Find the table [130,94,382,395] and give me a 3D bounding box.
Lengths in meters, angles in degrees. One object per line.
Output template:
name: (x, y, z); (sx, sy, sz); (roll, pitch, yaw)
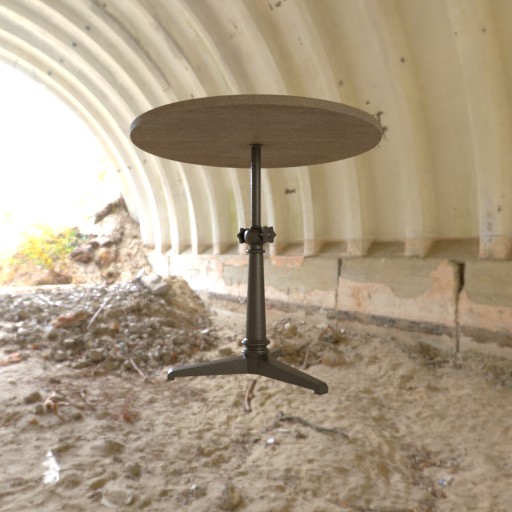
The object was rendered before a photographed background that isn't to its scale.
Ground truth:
table: (0.000, 0.000, 1.463); (0.800, 0.780, 0.800); (0, 0, 0)
